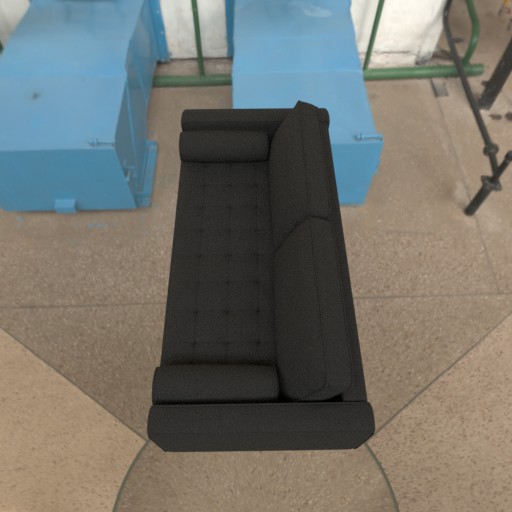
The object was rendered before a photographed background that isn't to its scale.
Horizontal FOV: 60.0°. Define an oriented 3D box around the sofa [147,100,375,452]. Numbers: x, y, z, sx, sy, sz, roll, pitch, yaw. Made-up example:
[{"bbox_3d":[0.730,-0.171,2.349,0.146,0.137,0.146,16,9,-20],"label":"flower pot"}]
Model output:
[{"bbox_3d":[0.000,0.000,2.358,0.914,0.759,1.875,-1,58,0],"label":"sofa"}]
